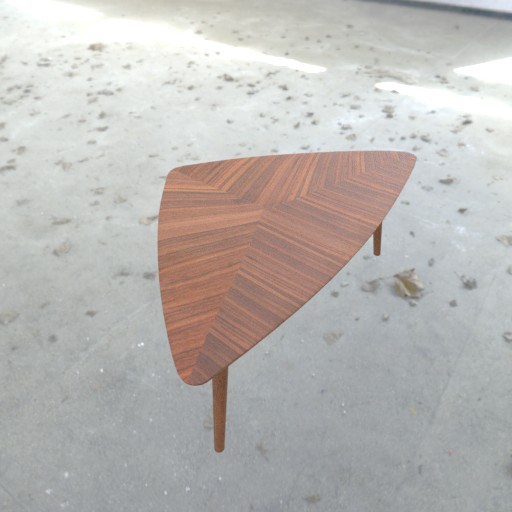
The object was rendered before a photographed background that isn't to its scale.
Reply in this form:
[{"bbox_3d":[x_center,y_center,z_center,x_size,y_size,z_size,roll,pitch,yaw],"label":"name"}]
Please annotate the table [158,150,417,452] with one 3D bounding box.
[{"bbox_3d":[0.000,0.000,1.274,0.601,0.365,1.008,26,47,27],"label":"table"}]
